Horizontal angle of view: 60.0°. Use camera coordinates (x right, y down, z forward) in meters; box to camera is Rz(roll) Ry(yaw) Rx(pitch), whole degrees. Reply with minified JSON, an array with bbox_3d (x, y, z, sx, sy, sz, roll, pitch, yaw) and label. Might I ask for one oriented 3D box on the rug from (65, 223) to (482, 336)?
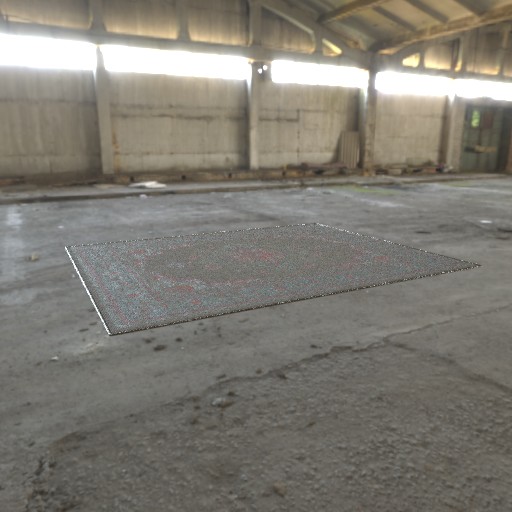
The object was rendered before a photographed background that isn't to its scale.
[{"bbox_3d":[0.000,0.000,4.098,3.057,0.013,2.434,-7,16,-27],"label":"rug"}]
